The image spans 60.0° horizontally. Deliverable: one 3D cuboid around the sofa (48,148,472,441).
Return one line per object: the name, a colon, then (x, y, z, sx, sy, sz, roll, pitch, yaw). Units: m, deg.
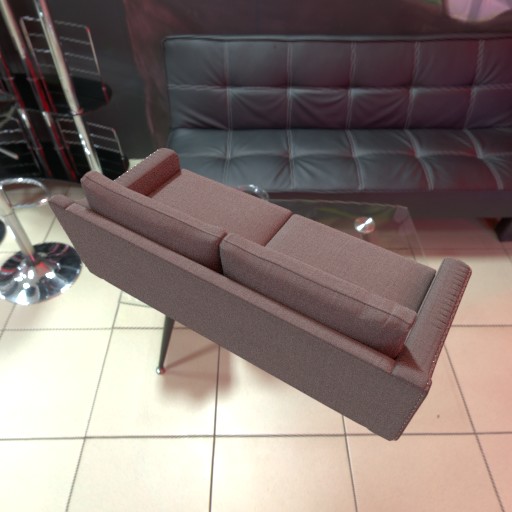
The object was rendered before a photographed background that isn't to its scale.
sofa: (0.000, 0.000, 2.615, 2.208, 0.857, 1.000, 25, 51, 22)
